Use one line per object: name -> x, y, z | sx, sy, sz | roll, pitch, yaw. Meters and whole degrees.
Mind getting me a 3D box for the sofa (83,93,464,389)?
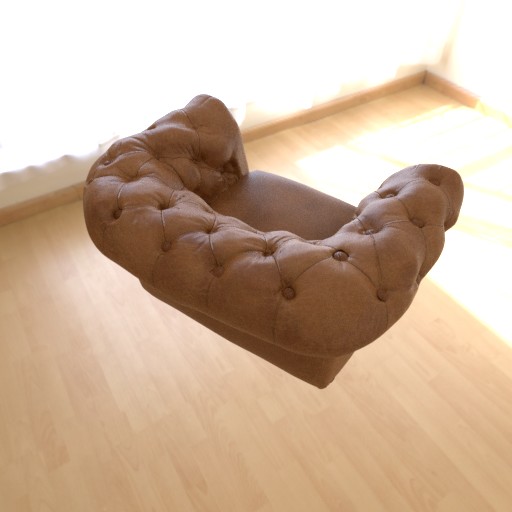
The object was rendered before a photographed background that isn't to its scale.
sofa -> 0.000, 0.000, 1.976 | 1.405, 0.878, 1.033 | 25, 51, 22
